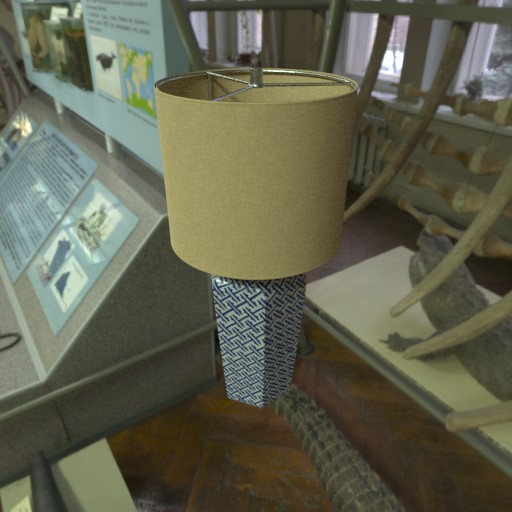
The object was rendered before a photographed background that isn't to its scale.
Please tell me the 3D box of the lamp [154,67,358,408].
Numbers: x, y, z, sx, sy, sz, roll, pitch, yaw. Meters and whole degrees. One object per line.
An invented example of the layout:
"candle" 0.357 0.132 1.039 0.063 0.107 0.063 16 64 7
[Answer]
"lamp" 0.000 0.000 0.868 0.320 0.682 0.320 -19 35 -29
